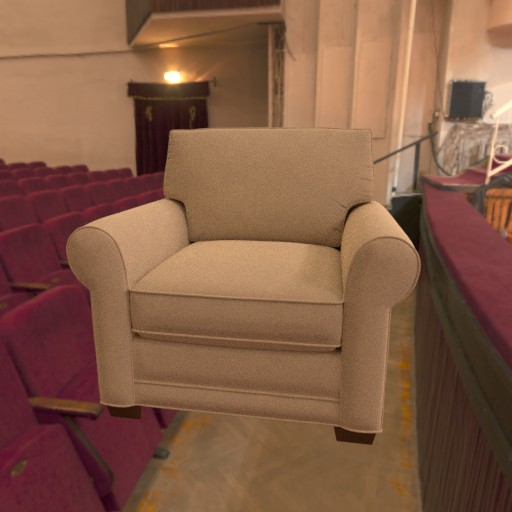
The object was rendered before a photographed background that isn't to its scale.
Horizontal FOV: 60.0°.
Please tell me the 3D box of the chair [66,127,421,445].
[{"bbox_3d":[0.000,0.000,1.678,1.040,0.955,0.863,2,14,10],"label":"chair"}]
